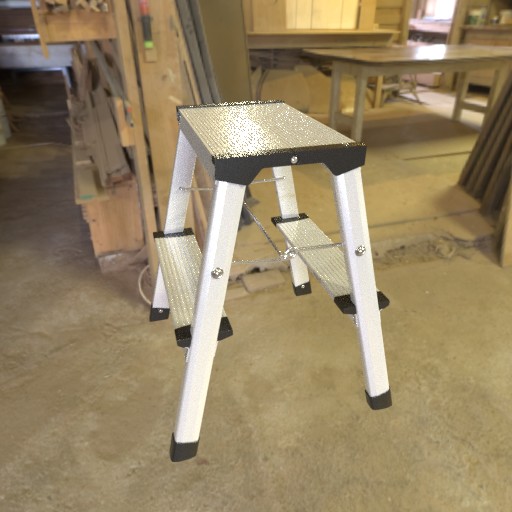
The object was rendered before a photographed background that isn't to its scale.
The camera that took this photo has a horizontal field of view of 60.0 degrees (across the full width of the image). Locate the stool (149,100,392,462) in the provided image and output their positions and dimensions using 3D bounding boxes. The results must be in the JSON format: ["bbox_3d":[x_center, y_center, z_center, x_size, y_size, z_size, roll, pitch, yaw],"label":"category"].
[{"bbox_3d":[0.000,0.000,0.808,0.405,0.480,0.404,-8,31,-15],"label":"stool"}]
